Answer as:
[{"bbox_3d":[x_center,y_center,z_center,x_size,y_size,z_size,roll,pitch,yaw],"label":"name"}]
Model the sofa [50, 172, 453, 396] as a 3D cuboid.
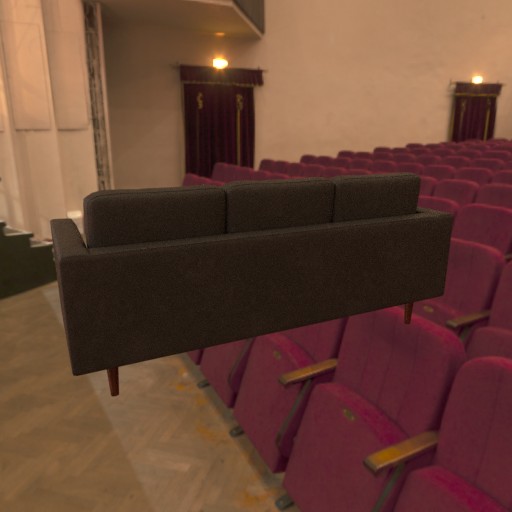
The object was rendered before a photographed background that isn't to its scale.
[{"bbox_3d":[0.000,0.000,2.477,2.029,0.899,0.879,-8,17,-25],"label":"sofa"}]
